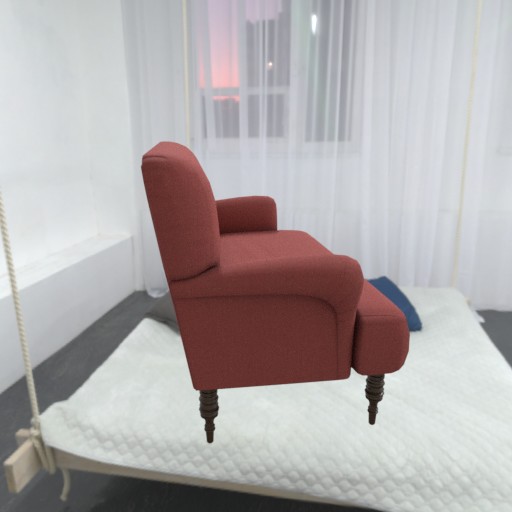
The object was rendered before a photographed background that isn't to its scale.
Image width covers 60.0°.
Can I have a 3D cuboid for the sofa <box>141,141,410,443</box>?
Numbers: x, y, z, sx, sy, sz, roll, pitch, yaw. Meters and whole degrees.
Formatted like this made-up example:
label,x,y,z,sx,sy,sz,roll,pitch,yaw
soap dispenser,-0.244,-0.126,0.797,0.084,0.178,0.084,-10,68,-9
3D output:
label,x,y,z,sx,sy,sz,roll,pitch,yaw
sofa,0.000,0.000,1.821,0.779,0.889,1.297,-3,16,-9
